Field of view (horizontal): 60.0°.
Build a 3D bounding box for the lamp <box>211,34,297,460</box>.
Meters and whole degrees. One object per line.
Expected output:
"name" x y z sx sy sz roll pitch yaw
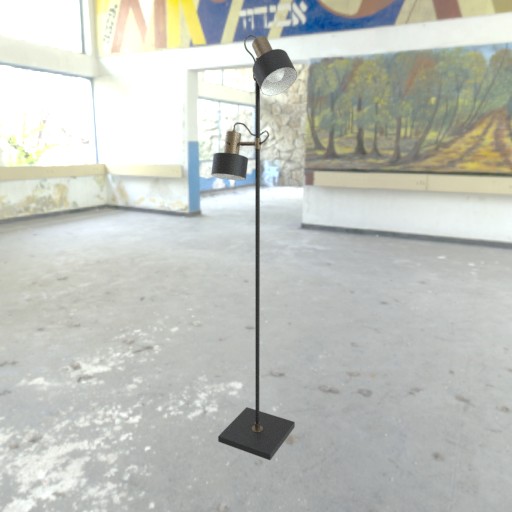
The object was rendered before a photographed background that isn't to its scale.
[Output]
"lamp" 0.000 0.000 1.641 0.315 1.505 0.233 7 16 27
